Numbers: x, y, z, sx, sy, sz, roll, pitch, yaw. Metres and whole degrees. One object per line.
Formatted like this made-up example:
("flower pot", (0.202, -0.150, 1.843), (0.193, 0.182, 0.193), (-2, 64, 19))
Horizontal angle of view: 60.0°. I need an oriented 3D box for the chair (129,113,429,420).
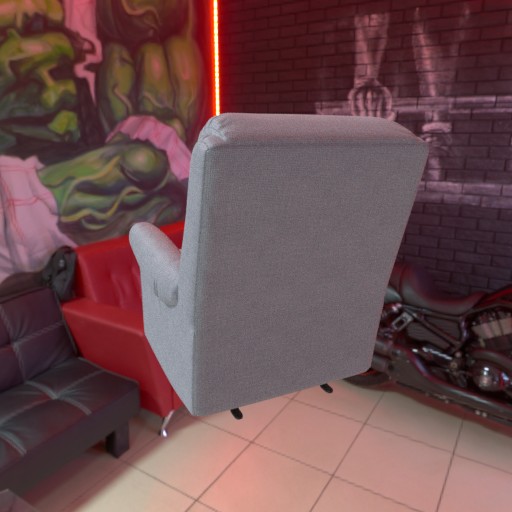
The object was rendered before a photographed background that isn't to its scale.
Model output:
("chair", (0.000, 0.000, 1.778), (0.838, 1.054, 1.014), (-7, 17, -25))
